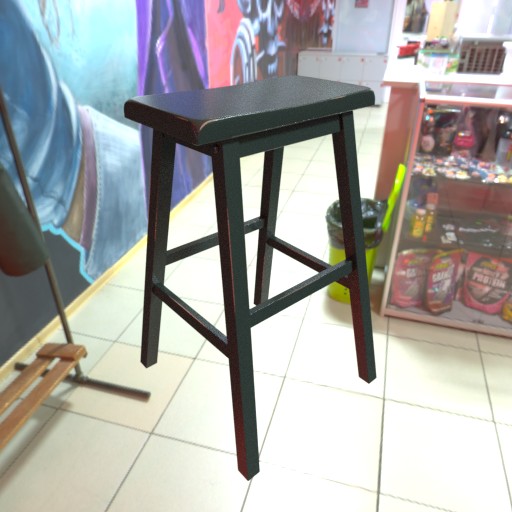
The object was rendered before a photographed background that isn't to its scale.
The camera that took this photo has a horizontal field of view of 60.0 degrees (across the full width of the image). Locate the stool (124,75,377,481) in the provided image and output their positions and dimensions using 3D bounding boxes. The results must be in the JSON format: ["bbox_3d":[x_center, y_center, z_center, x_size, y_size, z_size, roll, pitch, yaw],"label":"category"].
[{"bbox_3d":[0.000,0.000,1.048,0.457,0.737,0.476,-24,38,-34],"label":"stool"}]
